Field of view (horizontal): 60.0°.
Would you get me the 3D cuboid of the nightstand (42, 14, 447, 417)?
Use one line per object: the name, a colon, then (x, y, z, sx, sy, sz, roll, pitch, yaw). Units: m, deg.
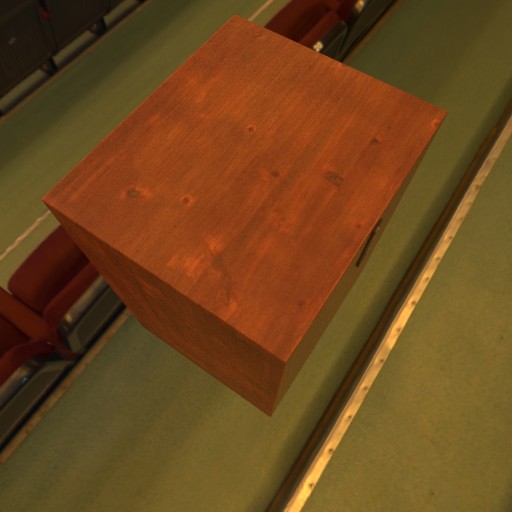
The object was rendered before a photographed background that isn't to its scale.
nightstand: (0.000, 0.000, 0.960, 0.410, 0.695, 0.465, 31, 68, 14)
